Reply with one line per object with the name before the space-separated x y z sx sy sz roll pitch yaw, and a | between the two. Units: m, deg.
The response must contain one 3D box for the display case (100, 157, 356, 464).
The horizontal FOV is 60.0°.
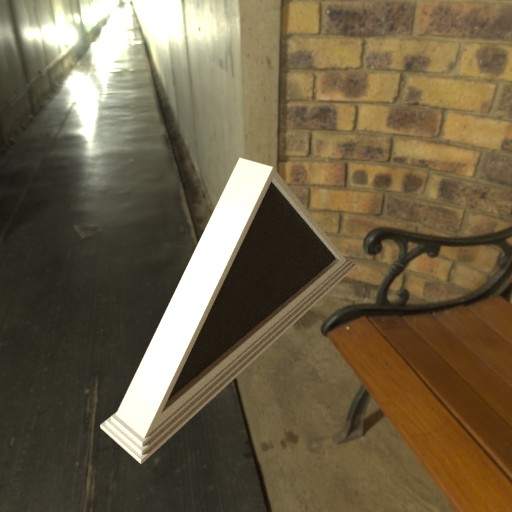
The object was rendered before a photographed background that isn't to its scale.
display case | 0.000 0.000 0.770 0.095 0.340 0.640 23 39 32
